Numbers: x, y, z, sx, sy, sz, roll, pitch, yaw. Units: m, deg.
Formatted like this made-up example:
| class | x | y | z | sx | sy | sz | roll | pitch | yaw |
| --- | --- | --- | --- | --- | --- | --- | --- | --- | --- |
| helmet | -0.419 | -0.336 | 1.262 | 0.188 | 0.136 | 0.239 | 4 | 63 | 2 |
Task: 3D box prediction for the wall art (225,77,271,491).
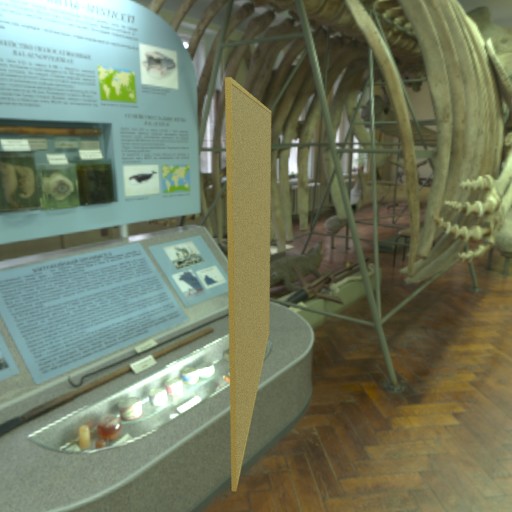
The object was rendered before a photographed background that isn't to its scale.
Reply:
| class | x | y | z | sx | sy | sz | roll | pitch | yaw |
| --- | --- | --- | --- | --- | --- | --- | --- | --- | --- |
| wall art | 0.000 | 0.000 | 1.442 | 0.013 | 0.959 | 0.962 | 2 | 14 | 6 |
